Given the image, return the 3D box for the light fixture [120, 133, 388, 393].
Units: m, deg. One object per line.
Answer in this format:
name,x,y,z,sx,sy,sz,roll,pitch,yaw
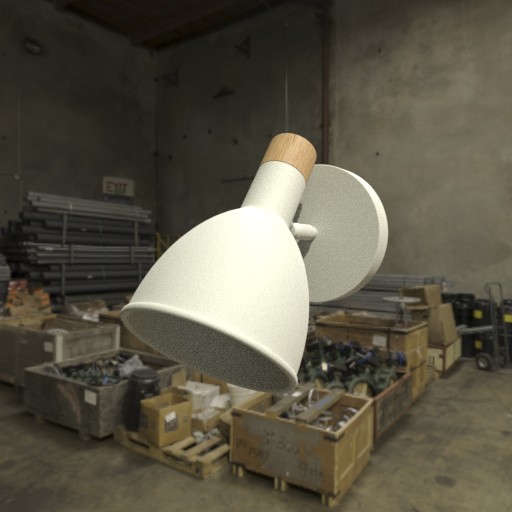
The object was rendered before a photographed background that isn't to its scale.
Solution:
light fixture,0.000,0.000,0.333,0.127,0.199,0.209,0,1,37
